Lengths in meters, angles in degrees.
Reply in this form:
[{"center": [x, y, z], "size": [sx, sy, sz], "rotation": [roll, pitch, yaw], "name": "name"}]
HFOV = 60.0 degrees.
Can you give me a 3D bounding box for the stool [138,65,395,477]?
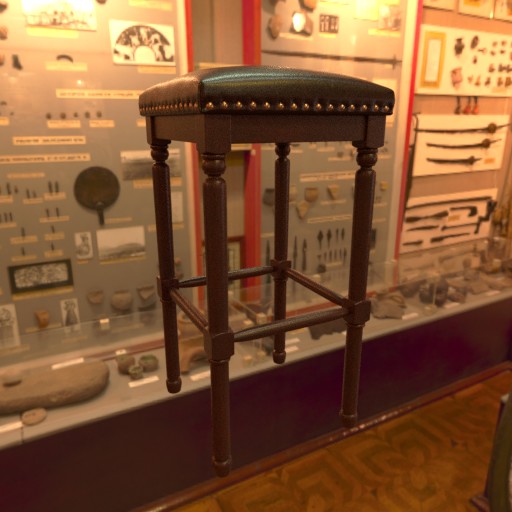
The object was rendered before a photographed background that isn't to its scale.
[{"center": [0.000, 0.000, 0.975], "size": [0.383, 0.768, 0.382], "rotation": [-9, 19, -26], "name": "stool"}]
